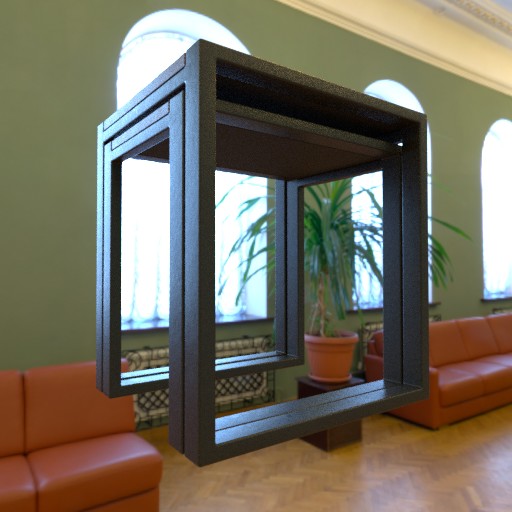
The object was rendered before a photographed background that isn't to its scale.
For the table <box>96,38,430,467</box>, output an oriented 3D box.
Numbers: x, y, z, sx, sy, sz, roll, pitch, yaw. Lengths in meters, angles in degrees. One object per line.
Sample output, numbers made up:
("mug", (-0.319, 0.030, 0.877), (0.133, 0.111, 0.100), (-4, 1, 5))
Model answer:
("table", (0.000, 0.000, 0.891), (0.500, 0.550, 0.449), (1, -1, -36))
